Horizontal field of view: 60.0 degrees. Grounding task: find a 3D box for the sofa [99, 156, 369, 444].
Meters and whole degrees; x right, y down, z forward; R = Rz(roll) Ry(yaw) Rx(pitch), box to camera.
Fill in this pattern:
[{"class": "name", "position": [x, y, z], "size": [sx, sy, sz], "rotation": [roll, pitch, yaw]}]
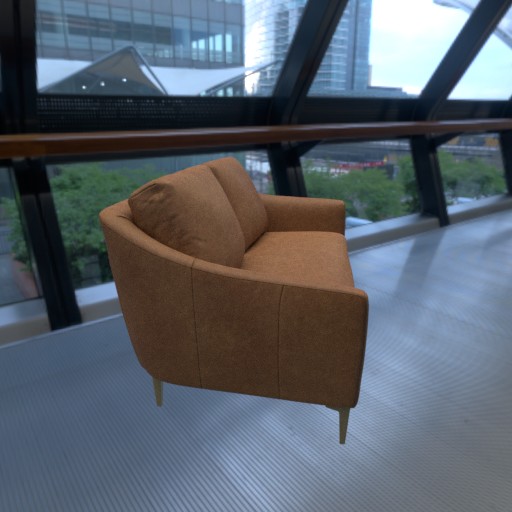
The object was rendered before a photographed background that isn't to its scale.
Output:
[{"class": "sofa", "position": [0.000, 0.000, 2.213], "size": [0.960, 0.902, 1.619], "rotation": [2, 17, 8]}]
